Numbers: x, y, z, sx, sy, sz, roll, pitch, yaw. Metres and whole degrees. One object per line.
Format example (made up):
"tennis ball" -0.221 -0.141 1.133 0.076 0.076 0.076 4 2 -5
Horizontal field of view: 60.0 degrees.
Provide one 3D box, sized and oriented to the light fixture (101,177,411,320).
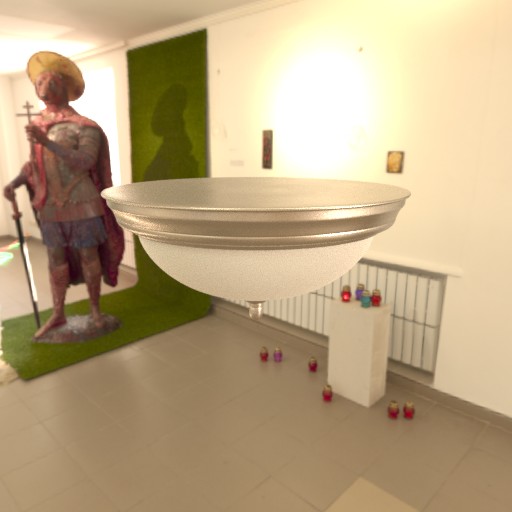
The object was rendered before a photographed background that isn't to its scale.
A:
"light fixture" 0.000 0.000 0.438 0.280 0.135 0.280 0 14 0
